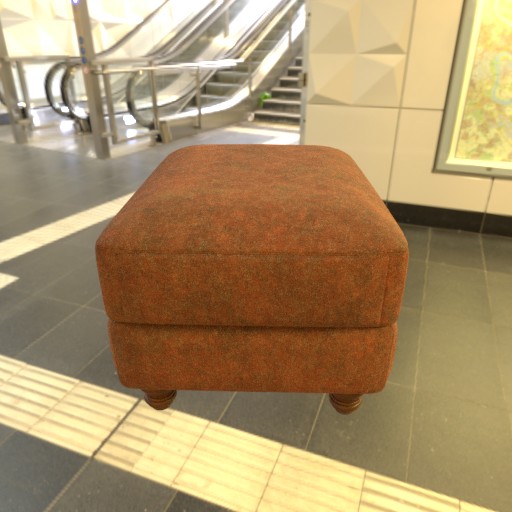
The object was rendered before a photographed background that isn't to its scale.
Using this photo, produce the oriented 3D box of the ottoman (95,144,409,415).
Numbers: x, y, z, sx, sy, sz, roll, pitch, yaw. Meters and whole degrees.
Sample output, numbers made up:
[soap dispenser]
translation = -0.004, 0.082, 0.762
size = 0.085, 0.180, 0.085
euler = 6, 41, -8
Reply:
[ottoman]
translation = 0.000, 0.000, 1.205
size = 0.635, 0.508, 0.787
euler = 1, 26, 2
